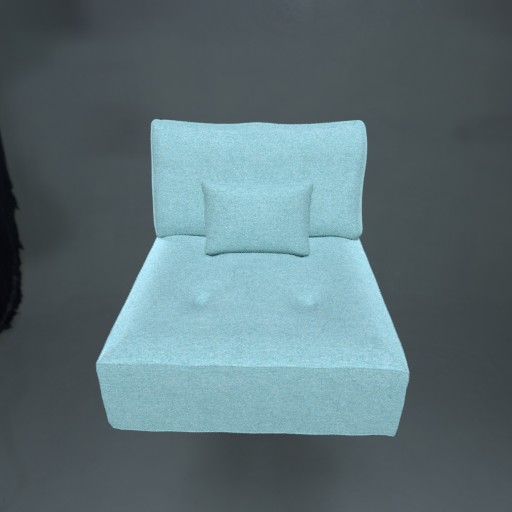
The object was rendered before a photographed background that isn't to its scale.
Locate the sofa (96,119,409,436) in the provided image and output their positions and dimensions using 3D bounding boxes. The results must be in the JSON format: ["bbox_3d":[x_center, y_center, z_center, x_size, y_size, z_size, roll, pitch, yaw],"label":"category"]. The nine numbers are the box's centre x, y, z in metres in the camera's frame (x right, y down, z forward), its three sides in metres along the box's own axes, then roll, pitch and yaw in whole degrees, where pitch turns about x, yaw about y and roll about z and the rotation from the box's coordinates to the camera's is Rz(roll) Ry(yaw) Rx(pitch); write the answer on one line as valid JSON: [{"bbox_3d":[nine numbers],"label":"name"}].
[{"bbox_3d":[0.000,0.000,1.683,0.930,0.820,1.000,1,29,1],"label":"sofa"}]
